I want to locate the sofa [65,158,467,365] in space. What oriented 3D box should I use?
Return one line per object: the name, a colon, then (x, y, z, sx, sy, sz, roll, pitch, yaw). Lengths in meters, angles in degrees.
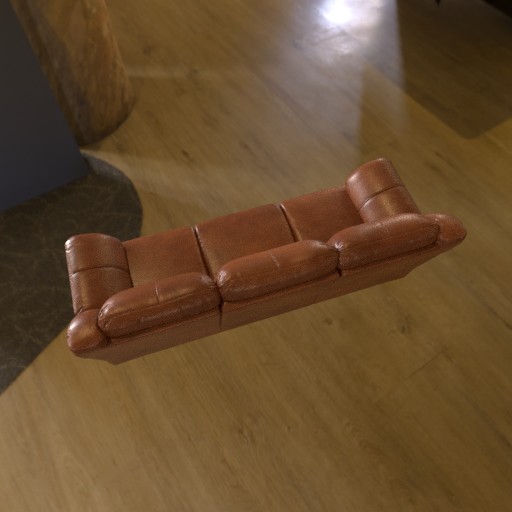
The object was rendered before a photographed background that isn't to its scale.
sofa: (0.000, 0.000, 2.916, 2.337, 1.043, 0.991, -16, 60, -9)
